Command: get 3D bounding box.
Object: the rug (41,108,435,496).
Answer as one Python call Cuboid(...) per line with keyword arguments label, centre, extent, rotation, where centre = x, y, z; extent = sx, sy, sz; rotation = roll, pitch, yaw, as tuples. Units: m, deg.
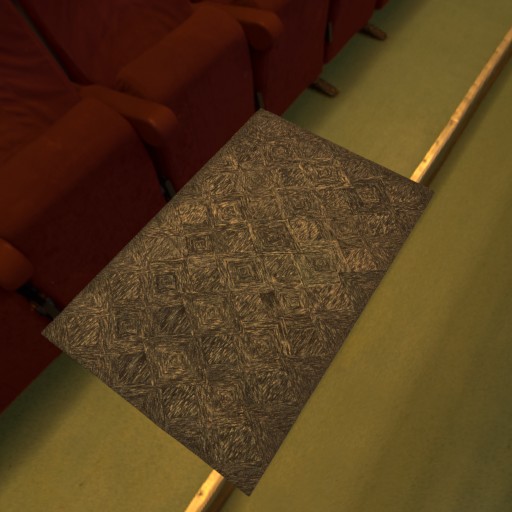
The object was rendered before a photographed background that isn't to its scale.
Cuboid(label="rug", centre=(0.000, 0.000, 2.182), extent=(1.139, 0.010, 1.754), rotation=(31, 65, 16))
